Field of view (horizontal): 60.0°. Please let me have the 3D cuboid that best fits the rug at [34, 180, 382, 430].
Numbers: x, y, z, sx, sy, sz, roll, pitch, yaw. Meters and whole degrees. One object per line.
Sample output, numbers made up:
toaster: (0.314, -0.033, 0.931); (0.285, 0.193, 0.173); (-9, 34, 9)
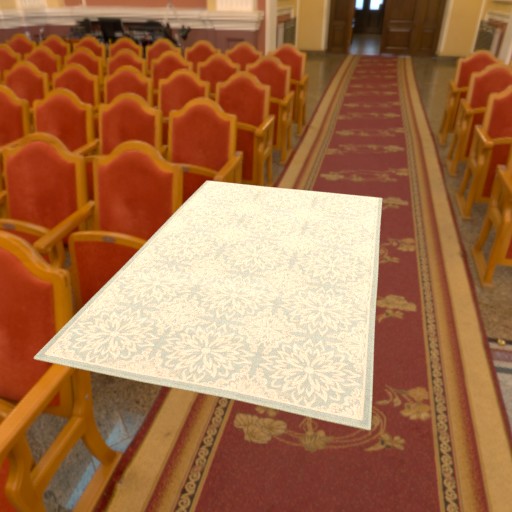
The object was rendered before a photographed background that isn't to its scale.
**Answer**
rug: (0.000, 0.000, 2.264); (1.219, 0.012, 1.840); (8, 32, 13)
